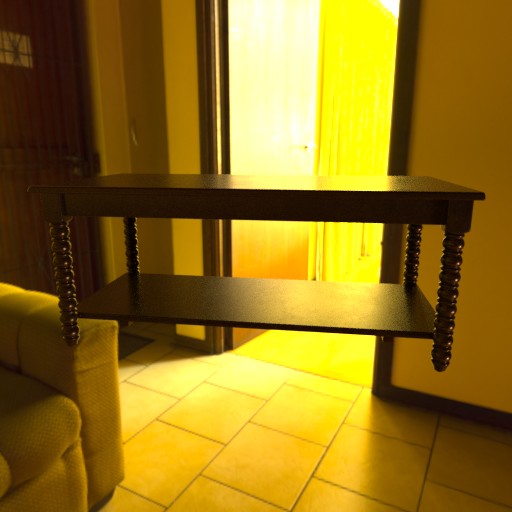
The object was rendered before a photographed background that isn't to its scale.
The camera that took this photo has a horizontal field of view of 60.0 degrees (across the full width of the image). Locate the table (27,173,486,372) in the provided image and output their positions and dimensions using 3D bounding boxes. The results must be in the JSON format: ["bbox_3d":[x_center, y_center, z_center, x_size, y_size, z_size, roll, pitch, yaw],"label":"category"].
[{"bbox_3d":[0.000,0.000,1.445,1.171,0.487,0.580,2,14,8],"label":"table"}]
